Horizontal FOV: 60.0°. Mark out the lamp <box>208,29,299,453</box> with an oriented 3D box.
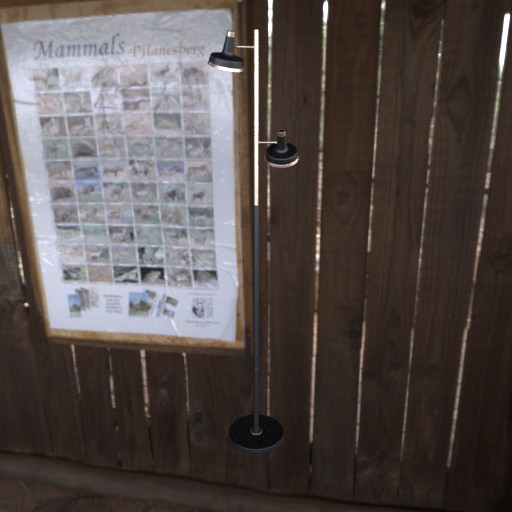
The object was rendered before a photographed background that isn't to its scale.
[{"bbox_3d":[0.000,0.000,1.800,0.351,1.674,0.253,-2,15,-8],"label":"lamp"}]
